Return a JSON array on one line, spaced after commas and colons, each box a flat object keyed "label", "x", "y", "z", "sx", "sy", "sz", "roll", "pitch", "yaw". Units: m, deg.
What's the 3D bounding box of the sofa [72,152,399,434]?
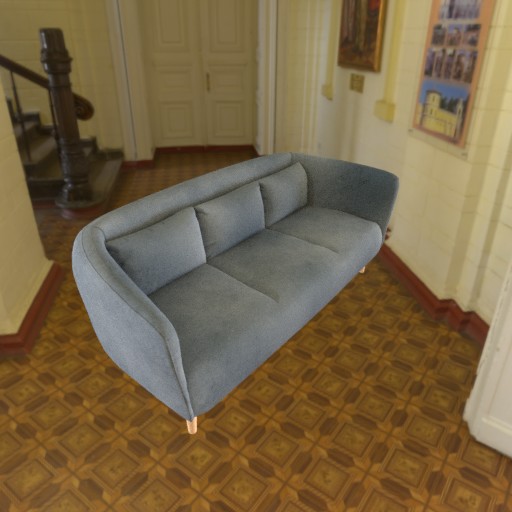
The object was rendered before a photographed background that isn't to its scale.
[{"label": "sofa", "x": 0.000, "y": 0.000, "z": 2.485, "sx": 0.849, "sy": 0.795, "sz": 2.095, "roll": 18, "pitch": 32, "yaw": 32}]
